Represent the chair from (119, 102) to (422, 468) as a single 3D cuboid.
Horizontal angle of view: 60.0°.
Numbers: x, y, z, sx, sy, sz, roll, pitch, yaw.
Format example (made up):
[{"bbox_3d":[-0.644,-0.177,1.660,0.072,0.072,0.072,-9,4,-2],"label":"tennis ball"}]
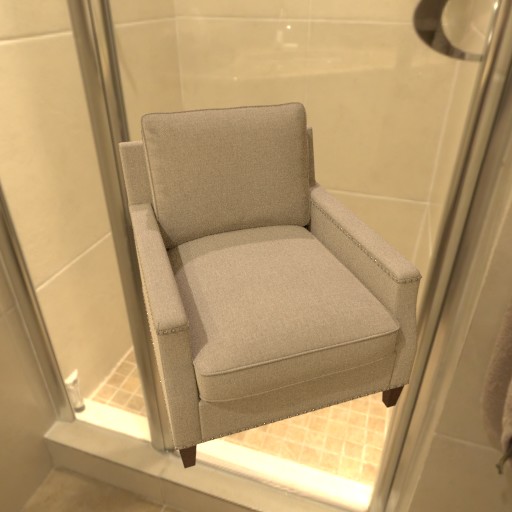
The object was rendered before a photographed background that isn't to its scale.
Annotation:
[{"bbox_3d":[0.000,0.000,1.681,0.853,0.943,1.014,-10,33,-16],"label":"chair"}]
